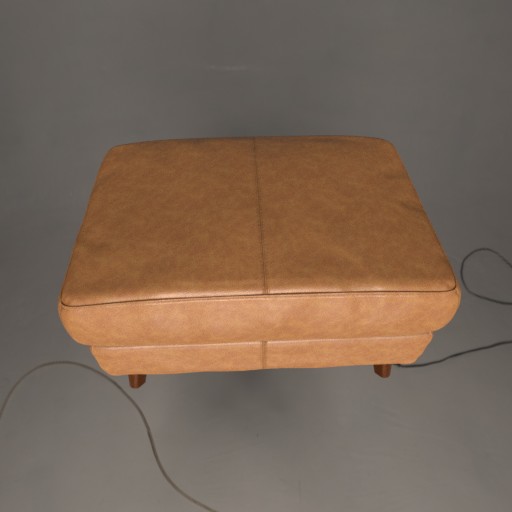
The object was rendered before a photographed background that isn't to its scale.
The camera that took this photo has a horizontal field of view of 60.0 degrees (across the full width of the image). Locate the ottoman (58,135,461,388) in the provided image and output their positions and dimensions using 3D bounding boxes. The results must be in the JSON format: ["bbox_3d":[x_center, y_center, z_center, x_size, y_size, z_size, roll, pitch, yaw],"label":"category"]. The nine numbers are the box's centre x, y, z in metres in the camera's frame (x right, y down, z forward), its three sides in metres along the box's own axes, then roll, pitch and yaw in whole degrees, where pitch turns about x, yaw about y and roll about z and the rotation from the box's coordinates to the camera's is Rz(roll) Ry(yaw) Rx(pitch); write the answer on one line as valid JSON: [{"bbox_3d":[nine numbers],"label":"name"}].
[{"bbox_3d":[0.000,0.000,1.221,0.869,0.461,0.630,-2,47,-2],"label":"ottoman"}]
